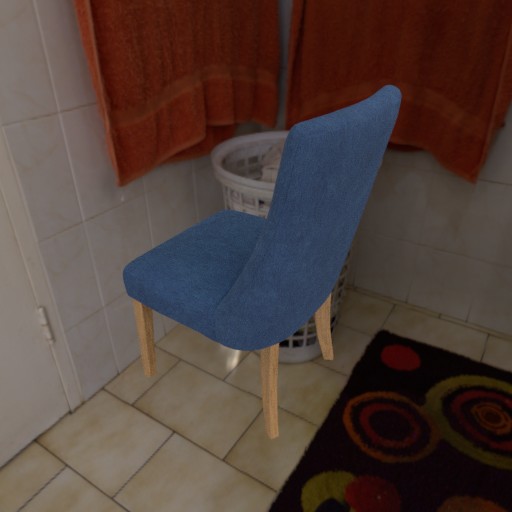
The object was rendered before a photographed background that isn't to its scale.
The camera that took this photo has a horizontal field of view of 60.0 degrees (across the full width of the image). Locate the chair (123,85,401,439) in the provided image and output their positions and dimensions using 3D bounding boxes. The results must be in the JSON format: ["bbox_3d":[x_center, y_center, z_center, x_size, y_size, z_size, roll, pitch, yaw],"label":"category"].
[{"bbox_3d":[0.000,0.000,1.247,0.609,0.902,0.495,19,36,29],"label":"chair"}]
